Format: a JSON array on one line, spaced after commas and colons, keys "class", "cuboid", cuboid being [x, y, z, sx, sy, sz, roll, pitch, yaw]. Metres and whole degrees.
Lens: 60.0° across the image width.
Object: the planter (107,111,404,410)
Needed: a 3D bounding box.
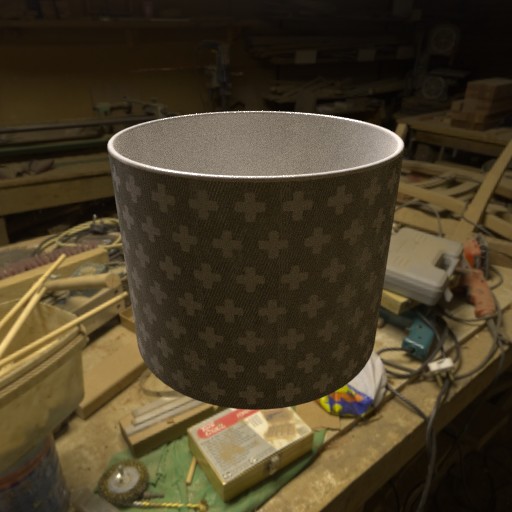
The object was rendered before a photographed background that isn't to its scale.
[{"class": "planter", "cuboid": [0.000, 0.000, 0.336, 0.190, 0.181, 0.190, 0, 27, 0]}]
